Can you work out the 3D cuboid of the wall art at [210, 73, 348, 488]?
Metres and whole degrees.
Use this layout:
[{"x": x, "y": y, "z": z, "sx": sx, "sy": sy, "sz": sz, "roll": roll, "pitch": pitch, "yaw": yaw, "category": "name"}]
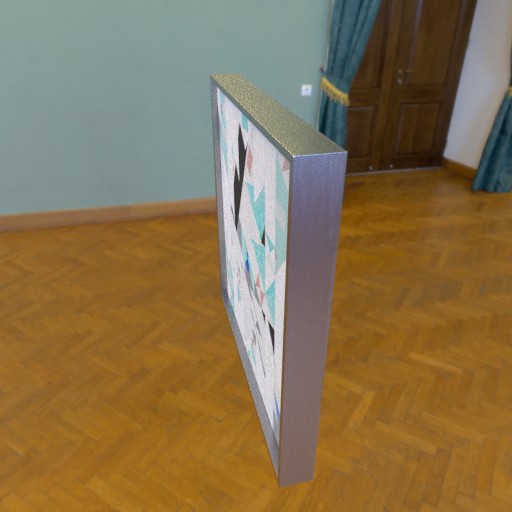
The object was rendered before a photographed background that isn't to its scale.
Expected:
[{"x": 0.000, "y": 0.000, "z": 0.518, "sx": 0.038, "sy": 0.350, "sz": 0.350, "roll": -7, "pitch": 31, "yaw": -12, "category": "wall art"}]
